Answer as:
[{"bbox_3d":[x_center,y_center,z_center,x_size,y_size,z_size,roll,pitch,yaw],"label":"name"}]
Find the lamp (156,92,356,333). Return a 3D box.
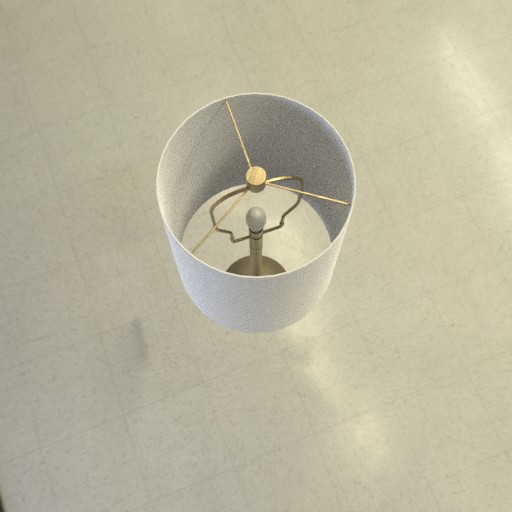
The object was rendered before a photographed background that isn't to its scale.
[{"bbox_3d":[0.000,0.000,0.665,0.231,0.569,0.231,0,76,0],"label":"lamp"}]
